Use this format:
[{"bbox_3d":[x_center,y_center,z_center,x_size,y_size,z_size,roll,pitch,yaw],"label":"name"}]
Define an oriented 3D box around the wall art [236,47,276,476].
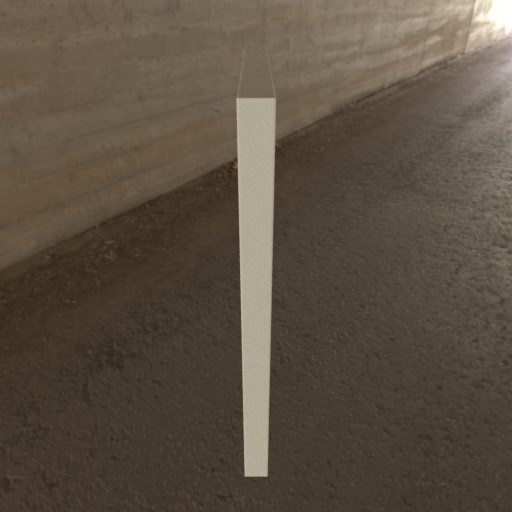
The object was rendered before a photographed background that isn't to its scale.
[{"bbox_3d":[0.000,0.000,0.762,0.038,0.608,0.418,0,31,0],"label":"wall art"}]
